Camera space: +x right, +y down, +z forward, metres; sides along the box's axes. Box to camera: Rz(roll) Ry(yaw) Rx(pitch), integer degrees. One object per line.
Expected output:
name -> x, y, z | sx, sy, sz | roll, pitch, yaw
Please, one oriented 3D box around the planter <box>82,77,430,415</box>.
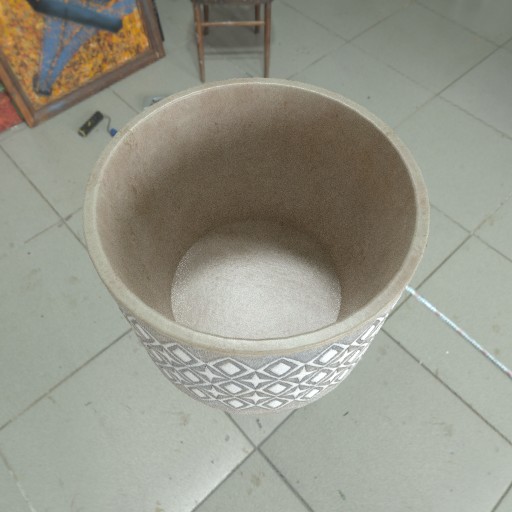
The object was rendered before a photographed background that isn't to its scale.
planter -> 0.000, 0.000, 0.267 | 0.164, 0.127, 0.164 | 0, 59, 0
